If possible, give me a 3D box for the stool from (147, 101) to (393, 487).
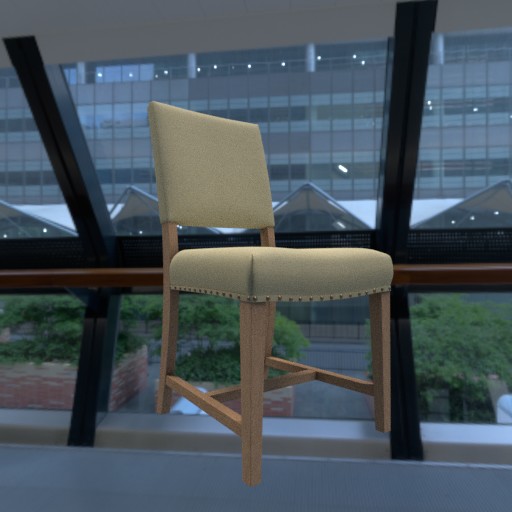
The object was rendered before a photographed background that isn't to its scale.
[{"bbox_3d":[0.000,0.000,1.334,0.508,0.986,0.623,0,0,-38],"label":"stool"}]
